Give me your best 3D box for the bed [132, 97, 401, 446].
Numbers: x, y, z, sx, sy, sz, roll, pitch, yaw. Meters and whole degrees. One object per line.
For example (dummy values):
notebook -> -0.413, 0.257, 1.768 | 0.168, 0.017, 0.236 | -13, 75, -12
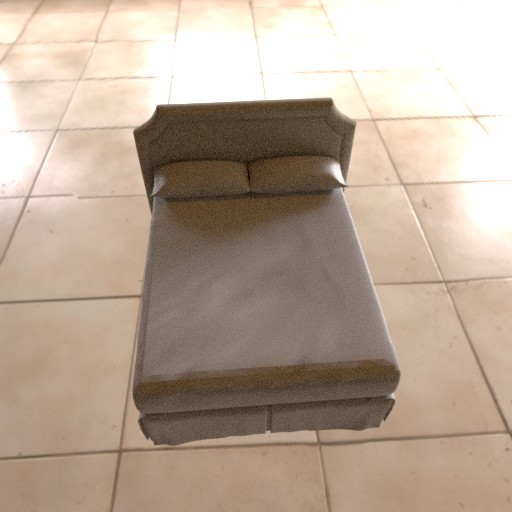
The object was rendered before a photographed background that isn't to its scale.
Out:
bed -> 0.000, 0.000, 3.236 | 1.828, 1.297, 2.164 | -3, 48, -3
